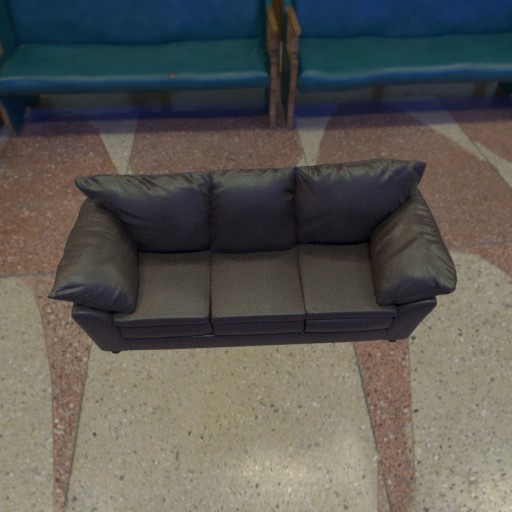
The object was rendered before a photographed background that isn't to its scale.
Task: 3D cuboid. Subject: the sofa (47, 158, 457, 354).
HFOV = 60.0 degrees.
[{"bbox_3d":[0.000,0.000,2.943,2.390,1.091,0.907,-2,46,-2],"label":"sofa"}]
